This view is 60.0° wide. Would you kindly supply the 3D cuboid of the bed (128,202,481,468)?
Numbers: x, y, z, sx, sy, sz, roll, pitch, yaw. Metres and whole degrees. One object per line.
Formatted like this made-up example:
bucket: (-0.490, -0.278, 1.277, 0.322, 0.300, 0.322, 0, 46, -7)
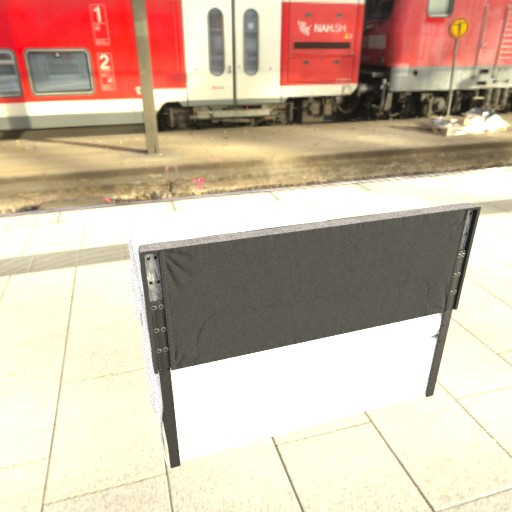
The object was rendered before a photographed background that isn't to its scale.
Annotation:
bed: (0.000, 0.000, 2.944, 1.621, 1.168, 1.958, -8, 27, -17)
